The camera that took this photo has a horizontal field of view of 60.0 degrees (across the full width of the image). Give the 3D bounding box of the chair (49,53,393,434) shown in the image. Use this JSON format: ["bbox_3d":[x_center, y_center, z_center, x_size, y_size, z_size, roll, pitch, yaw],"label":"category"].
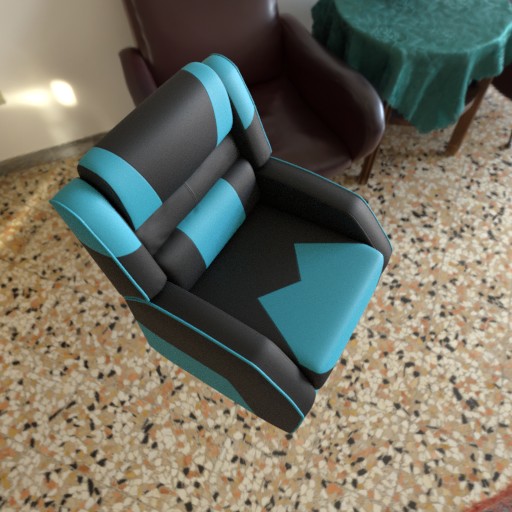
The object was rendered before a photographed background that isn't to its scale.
[{"bbox_3d":[0.000,0.000,1.280,0.672,0.805,0.620,27,62,16],"label":"chair"}]
